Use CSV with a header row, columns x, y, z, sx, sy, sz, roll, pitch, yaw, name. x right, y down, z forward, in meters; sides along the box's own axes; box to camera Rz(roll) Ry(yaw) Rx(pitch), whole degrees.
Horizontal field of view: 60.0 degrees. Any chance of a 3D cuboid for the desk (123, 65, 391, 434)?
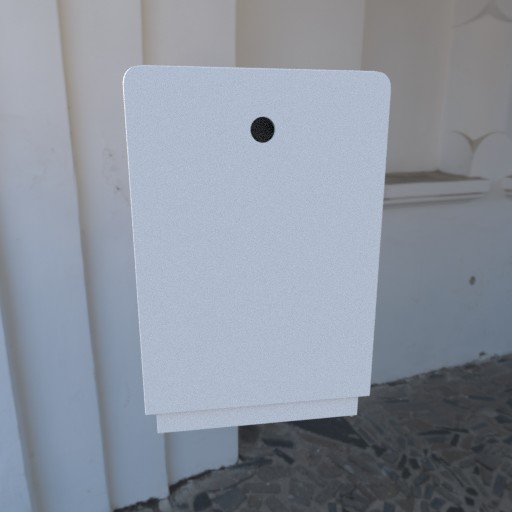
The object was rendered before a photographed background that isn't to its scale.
x,y,z,sx,sy,sz,roll,pitch,yaw,name
0.000,0.000,1.561,0.795,1.190,0.278,-2,14,-8,desk
